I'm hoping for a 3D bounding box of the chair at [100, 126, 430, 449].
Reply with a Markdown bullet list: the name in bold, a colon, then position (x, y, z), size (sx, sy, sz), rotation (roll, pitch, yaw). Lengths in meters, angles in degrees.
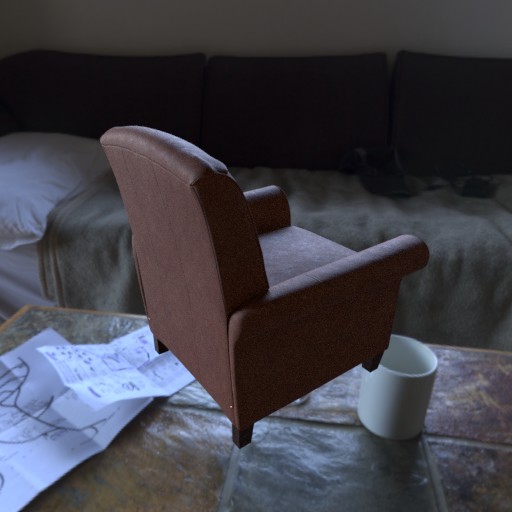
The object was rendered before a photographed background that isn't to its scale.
- **chair**: position (0.000, 0.000, 1.780), size (0.902, 1.061, 0.978), rotation (-17, 30, -32)
